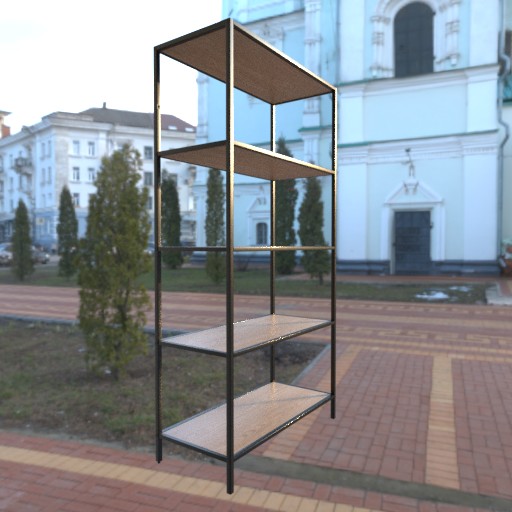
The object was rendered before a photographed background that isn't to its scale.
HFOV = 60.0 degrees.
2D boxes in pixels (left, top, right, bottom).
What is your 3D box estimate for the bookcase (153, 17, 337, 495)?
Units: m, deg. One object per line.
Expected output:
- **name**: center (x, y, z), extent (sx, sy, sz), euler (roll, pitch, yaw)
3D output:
- **bookcase**: center (0.000, 0.000, 1.805), extent (0.350, 1.500, 0.770), euler (1, 2, 36)
